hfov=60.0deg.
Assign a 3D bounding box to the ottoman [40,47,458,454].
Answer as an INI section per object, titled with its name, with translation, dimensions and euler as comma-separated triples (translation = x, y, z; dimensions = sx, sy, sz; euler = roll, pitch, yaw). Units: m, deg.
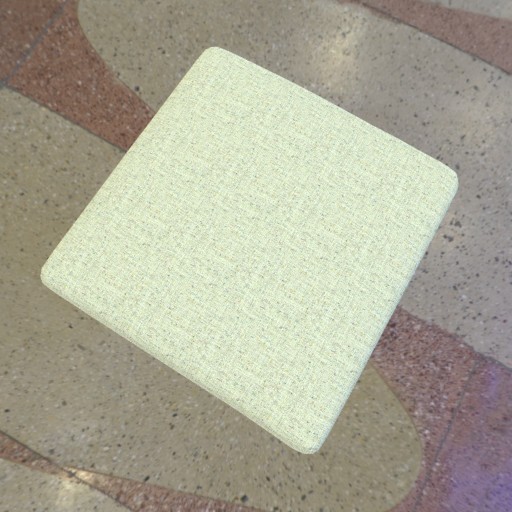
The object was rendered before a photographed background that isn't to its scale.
[ottoman]
translation = 0.000, 0.000, 0.893
dimensions = 0.512, 0.453, 0.521
euler = 30, 77, 8
